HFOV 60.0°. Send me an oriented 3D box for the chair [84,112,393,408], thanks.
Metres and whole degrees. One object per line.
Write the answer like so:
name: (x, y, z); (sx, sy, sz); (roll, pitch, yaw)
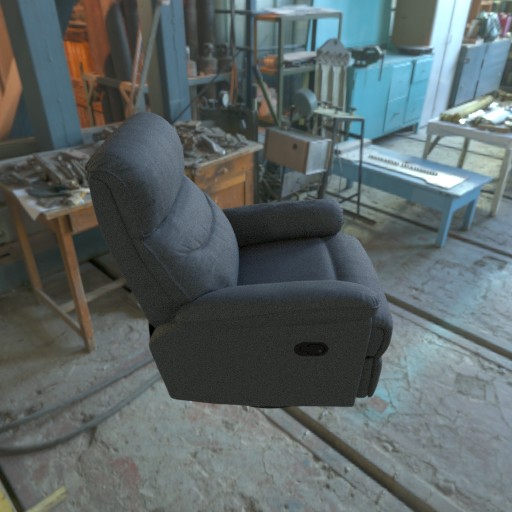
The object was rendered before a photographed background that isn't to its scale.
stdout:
chair: (0.000, 0.000, 1.757); (1.004, 1.037, 0.820); (0, 31, -1)
